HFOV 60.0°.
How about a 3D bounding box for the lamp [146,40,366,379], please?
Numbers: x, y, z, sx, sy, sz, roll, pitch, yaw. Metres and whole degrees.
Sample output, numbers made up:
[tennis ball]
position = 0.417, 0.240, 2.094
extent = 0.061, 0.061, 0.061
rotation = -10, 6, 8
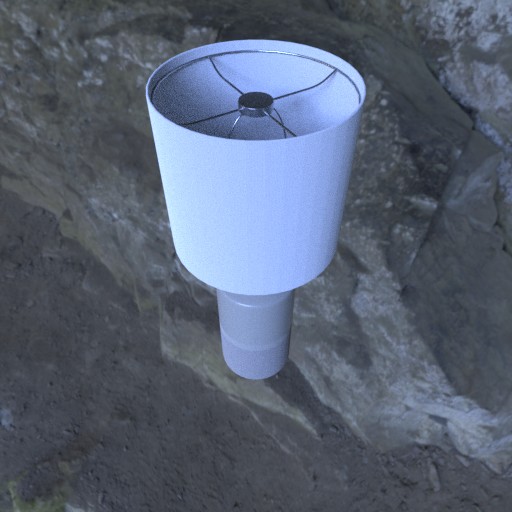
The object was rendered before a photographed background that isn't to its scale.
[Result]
[lamp]
position = 0.000, 0.000, 0.610
extent = 0.212, 0.493, 0.212
rotation = -24, 51, -21
